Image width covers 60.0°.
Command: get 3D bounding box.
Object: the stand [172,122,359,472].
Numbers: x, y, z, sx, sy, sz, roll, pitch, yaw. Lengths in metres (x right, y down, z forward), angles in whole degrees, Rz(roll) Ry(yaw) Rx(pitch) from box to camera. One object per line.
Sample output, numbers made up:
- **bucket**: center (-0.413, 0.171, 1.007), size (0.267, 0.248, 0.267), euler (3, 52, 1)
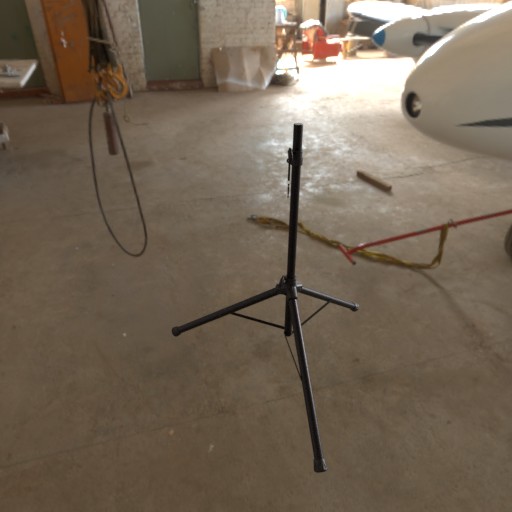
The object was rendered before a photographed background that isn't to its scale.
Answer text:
- **stand**: center (0.000, 0.000, 1.873), size (0.907, 1.136, 1.045), euler (11, 34, 16)
